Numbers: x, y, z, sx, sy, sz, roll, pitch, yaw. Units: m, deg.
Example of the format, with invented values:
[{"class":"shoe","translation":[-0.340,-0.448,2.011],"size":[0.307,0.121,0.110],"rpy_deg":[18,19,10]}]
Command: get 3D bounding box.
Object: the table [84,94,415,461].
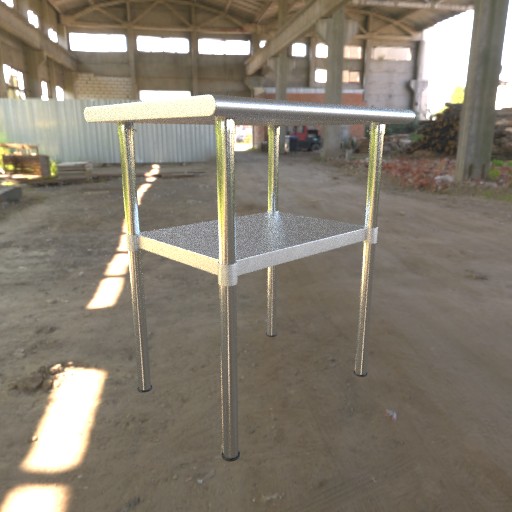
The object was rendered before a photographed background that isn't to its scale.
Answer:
[{"class":"table","translation":[0.000,0.000,1.388],"size":[0.762,0.876,0.584],"rpy_deg":[-14,21,-42]}]
